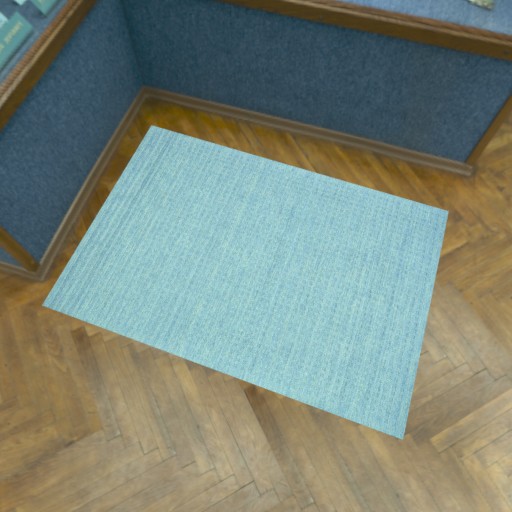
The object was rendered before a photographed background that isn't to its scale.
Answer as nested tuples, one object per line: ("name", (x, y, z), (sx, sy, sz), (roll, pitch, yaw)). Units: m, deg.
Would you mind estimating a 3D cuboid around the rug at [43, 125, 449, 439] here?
("rug", (0.000, 0.000, 3.715), (2.895, 0.006, 1.982), (18, 65, 9))
